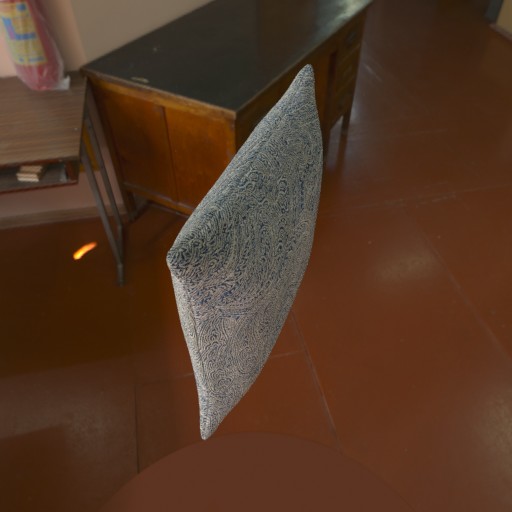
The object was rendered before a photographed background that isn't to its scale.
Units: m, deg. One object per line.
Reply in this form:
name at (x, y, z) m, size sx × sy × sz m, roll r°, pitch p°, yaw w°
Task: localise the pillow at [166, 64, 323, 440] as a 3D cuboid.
pillow at (0.000, 0.000, 0.817) m, size 0.166 × 0.510 × 0.523 m, roll 16°, pitch 49°, yaw 14°
